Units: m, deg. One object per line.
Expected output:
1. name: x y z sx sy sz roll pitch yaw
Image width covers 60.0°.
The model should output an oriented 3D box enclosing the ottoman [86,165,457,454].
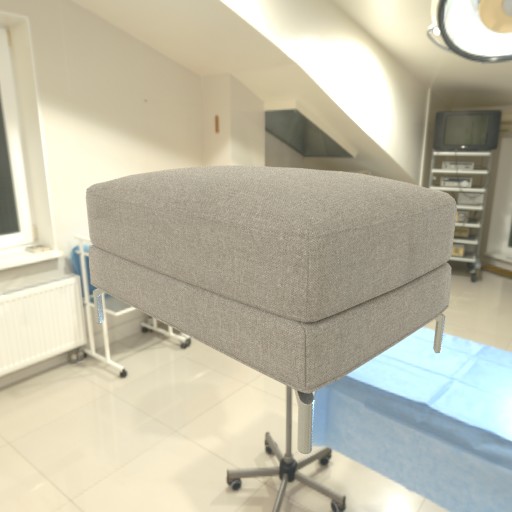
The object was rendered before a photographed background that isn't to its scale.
1. ottoman: 0.000 0.000 1.175 0.584 0.457 0.838 -14 21 -43
